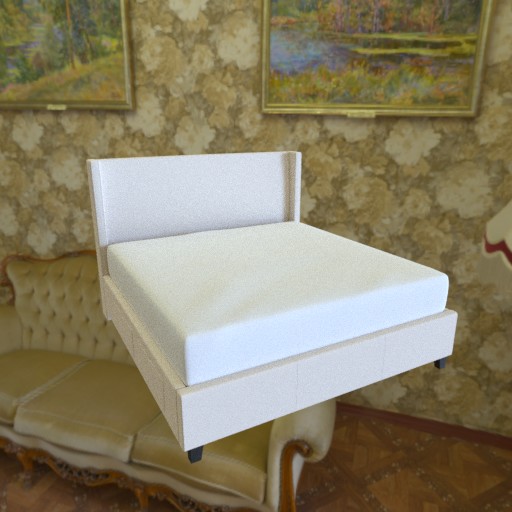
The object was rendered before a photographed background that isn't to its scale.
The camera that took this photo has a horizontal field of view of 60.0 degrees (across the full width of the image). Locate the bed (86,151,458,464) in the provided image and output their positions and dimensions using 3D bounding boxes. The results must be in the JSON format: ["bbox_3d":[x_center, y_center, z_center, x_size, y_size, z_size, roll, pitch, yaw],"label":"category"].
[{"bbox_3d":[0.000,0.000,3.622,2.145,1.471,2.293,-9,20,-27],"label":"bed"}]
